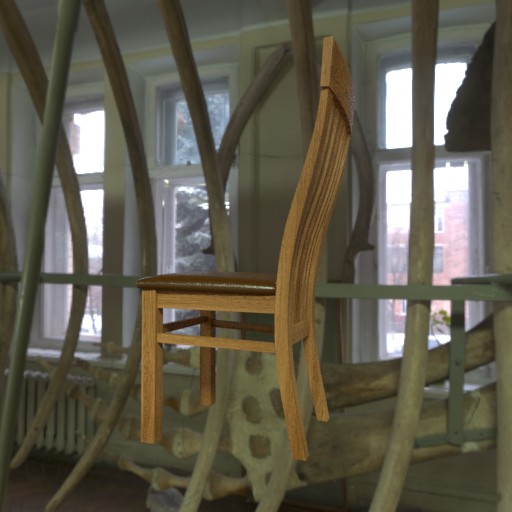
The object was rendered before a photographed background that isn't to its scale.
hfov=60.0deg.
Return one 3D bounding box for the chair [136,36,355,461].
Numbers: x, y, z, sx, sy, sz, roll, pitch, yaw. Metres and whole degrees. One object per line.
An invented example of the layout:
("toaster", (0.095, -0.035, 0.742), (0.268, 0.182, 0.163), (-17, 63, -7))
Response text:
("chair", (0.000, 0.000, 1.363), (0.580, 1.050, 0.450), (-1, -2, 19))
